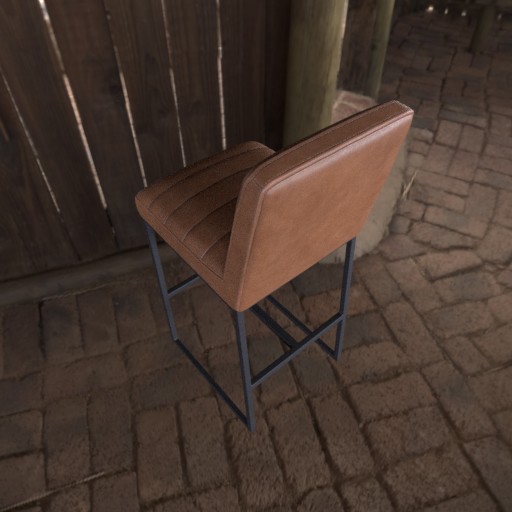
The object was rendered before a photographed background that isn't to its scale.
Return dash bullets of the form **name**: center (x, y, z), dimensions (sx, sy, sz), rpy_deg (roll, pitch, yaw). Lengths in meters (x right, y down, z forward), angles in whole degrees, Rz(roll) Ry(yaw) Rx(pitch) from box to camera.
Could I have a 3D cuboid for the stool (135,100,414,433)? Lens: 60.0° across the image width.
- **stool**: center (0.000, 0.000, 1.333), dimensions (0.458, 1.040, 0.556), rpy_deg (-31, 53, -27)
